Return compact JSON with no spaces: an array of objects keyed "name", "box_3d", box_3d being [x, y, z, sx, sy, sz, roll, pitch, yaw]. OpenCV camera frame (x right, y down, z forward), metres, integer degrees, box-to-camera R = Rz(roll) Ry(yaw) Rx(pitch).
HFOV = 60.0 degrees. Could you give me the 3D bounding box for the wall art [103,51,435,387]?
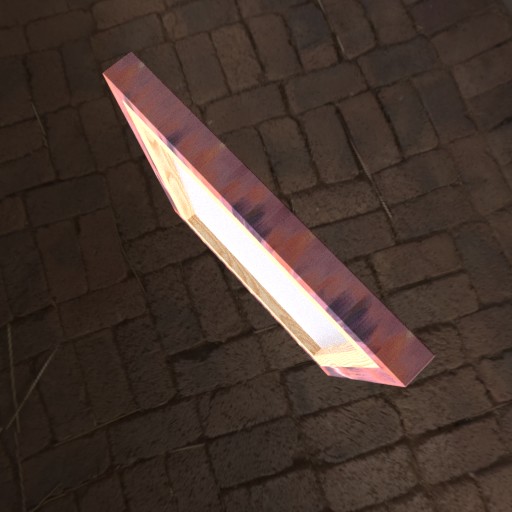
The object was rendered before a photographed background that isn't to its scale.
[{"name":"wall art","box_3d":[0.000,0.000,0.599,0.038,0.406,0.403,-42,80,-9]}]
